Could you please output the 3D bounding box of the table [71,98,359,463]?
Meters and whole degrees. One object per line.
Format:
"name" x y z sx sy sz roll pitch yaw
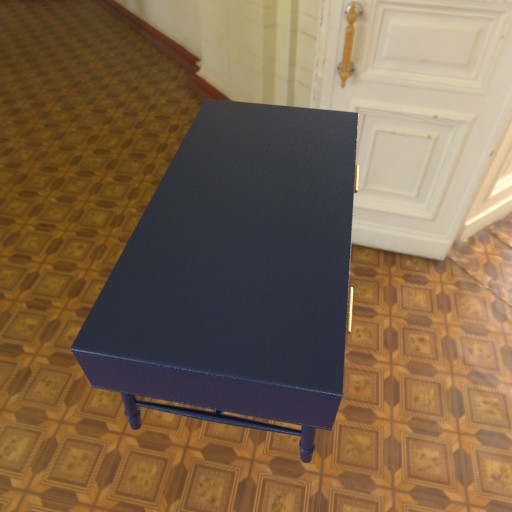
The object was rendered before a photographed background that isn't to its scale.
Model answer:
"table" 0.000 0.000 1.389 0.572 0.457 1.067 8 47 7
